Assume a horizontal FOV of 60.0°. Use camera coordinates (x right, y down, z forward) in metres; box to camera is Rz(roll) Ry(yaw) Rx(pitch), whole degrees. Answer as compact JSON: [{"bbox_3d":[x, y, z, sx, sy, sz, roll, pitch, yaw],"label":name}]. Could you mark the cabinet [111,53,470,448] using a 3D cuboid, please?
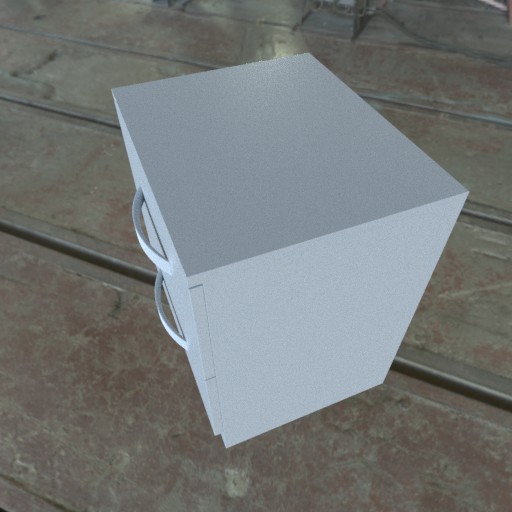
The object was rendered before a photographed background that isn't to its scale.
[{"bbox_3d":[0.000,0.000,0.755,0.360,0.470,0.400,-17,50,-15],"label":"cabinet"}]
